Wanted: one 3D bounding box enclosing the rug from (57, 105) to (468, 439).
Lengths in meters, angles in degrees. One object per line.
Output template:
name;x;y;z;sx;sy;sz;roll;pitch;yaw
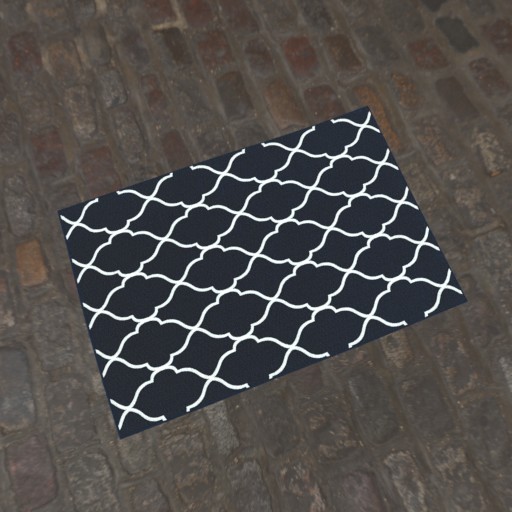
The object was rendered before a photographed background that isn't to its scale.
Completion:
rug;0.000;0.000;2.880;2.294;0.014;1.528;-20;76;-5
